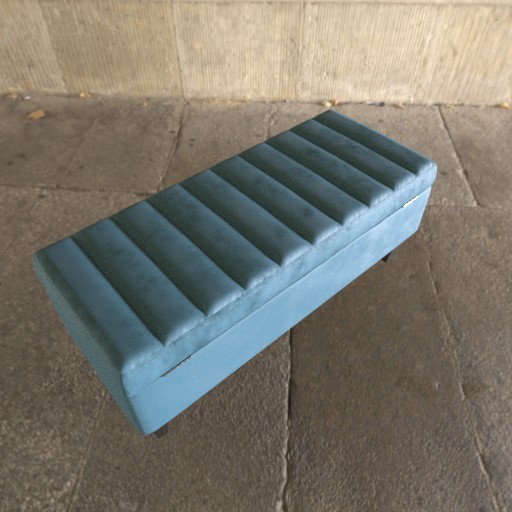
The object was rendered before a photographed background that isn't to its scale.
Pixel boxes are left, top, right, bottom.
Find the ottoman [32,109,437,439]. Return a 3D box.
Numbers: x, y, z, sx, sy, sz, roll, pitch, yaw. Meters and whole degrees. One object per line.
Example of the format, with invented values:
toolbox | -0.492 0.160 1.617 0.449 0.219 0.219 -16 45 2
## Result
ottoman | 0.000 0.000 1.418 1.151 0.469 0.482 -32 55 -27
